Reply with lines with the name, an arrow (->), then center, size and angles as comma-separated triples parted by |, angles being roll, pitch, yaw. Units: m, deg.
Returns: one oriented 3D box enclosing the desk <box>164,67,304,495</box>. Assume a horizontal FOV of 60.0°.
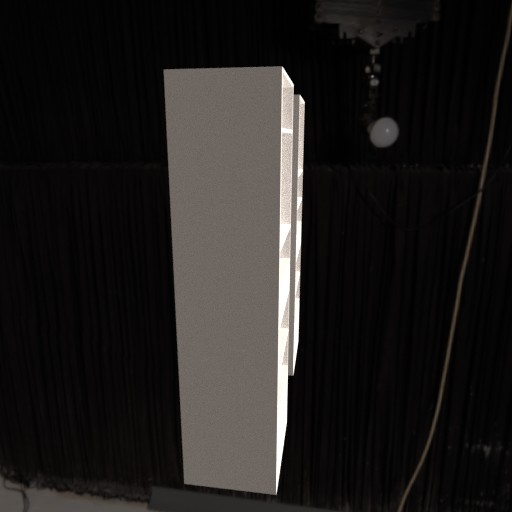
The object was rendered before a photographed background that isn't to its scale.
desk -> 0.000, 0.000, 2.852 | 0.480, 2.000, 1.770 | 2, 15, 8
